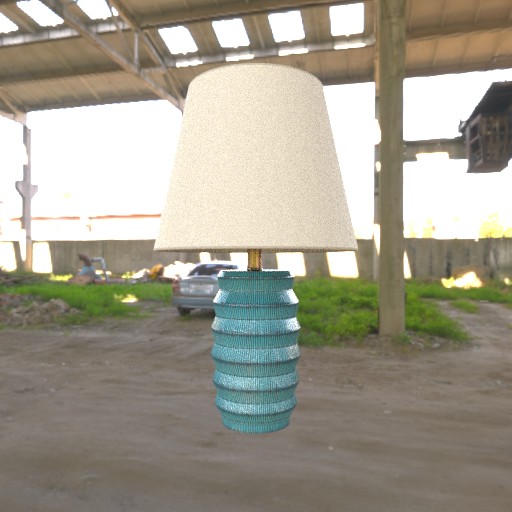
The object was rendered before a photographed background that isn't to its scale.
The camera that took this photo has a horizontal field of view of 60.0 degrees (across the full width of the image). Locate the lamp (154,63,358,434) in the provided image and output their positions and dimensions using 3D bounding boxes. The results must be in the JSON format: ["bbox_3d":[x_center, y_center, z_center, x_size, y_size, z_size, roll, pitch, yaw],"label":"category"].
[{"bbox_3d":[0.000,0.000,0.786,0.355,0.582,0.355,0,-1,0],"label":"lamp"}]
